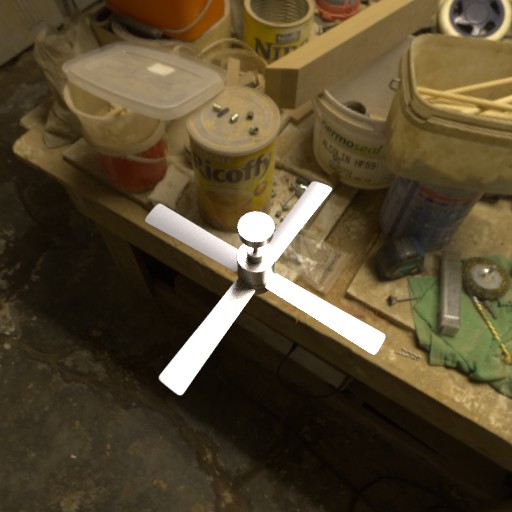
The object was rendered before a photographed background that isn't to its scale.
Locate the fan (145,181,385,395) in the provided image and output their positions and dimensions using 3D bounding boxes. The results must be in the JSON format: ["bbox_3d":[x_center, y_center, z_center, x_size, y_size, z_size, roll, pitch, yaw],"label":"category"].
[{"bbox_3d":[0.000,0.000,2.315,1.525,0.539,1.525,30,64,17],"label":"fan"}]
